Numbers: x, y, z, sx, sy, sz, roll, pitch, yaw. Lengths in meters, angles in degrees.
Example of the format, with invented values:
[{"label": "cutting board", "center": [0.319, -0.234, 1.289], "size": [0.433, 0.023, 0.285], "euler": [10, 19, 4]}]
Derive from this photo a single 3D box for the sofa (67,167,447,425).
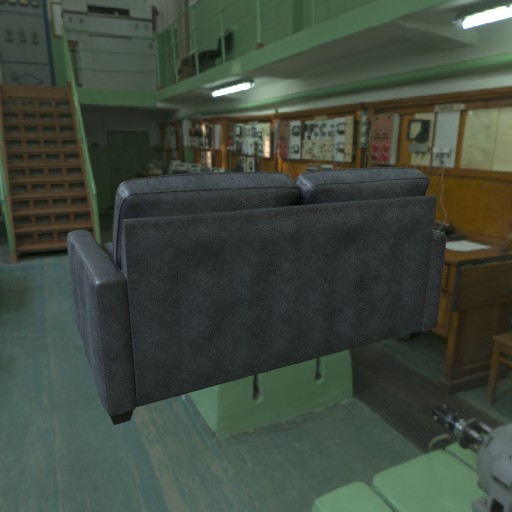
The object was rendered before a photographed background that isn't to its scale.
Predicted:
[{"label": "sofa", "center": [0.000, 0.000, 2.285], "size": [1.732, 0.916, 0.939], "euler": [-8, 16, -27]}]
